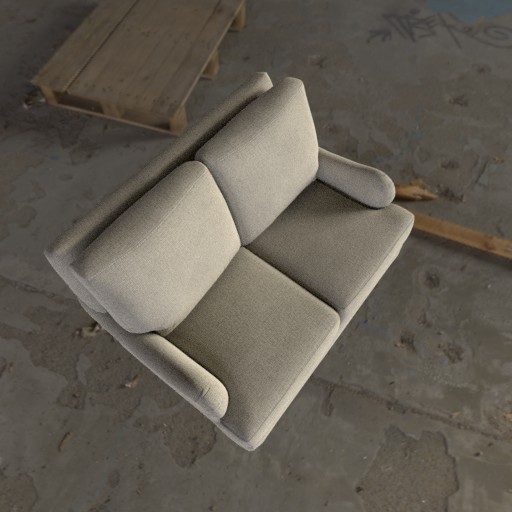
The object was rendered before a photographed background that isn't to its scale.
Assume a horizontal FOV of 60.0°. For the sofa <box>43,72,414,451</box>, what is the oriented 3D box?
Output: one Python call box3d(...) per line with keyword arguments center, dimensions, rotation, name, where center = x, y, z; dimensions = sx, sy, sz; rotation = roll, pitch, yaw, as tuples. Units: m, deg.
box3d(center=(0.000, 0.000, 2.223), dimensions=(1.087, 0.999, 1.480), rotation=(34, 65, 18), name="sofa")
